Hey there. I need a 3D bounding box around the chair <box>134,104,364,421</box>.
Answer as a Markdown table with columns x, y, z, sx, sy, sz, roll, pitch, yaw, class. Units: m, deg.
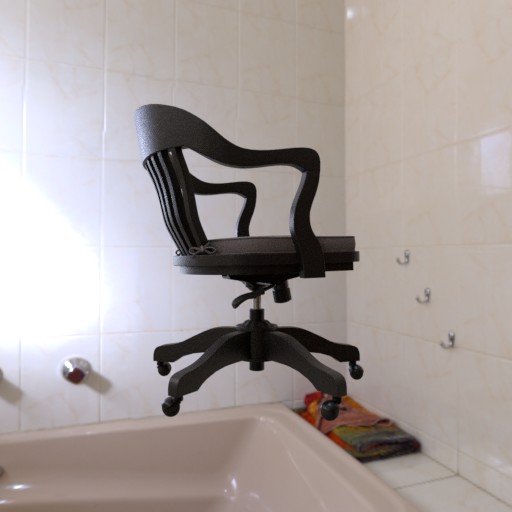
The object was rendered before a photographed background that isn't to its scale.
| x | y | z | sx | sy | sz | roll | pitch | yaw | class |
| --- | --- | --- | --- | --- | --- | --- | --- | --- | --- |
| 0.000 | 0.000 | 1.484 | 0.788 | 0.878 | 0.750 | 0 | 0 | -18 | chair |
